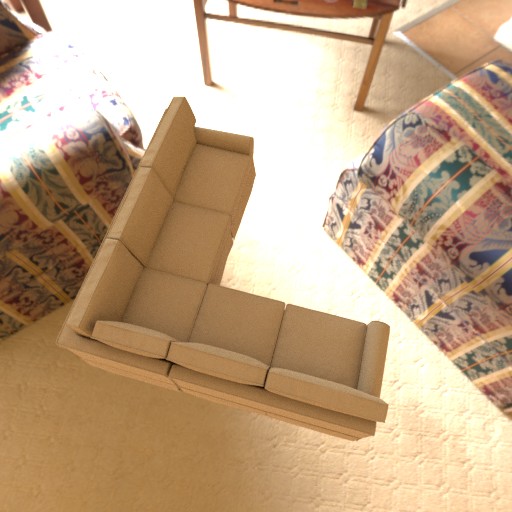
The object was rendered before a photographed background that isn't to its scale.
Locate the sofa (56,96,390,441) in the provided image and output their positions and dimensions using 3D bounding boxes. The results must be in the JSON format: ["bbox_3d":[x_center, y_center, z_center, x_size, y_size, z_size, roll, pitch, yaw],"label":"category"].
[{"bbox_3d":[0.000,0.000,4.352,2.730,1.124,2.733,14,65,7],"label":"sofa"}]
